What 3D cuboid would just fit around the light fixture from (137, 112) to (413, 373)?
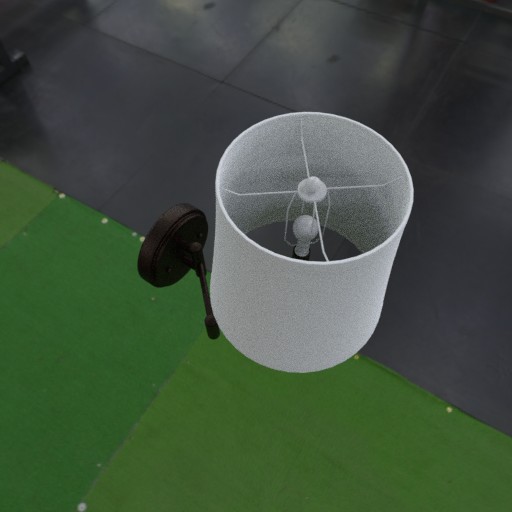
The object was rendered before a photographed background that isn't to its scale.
[{"bbox_3d":[0.000,0.000,0.260,0.157,0.172,0.100,30,64,17],"label":"light fixture"}]
